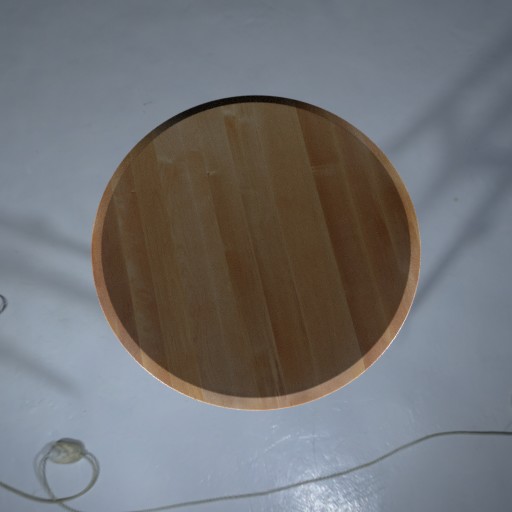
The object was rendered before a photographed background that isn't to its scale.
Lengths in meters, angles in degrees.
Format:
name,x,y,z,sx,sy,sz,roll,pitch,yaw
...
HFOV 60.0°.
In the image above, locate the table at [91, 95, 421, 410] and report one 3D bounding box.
name,x,y,z,sx,sy,sz,roll,pitch,yaw
table,0.000,0.000,1.401,0.900,0.400,0.900,0,74,0
